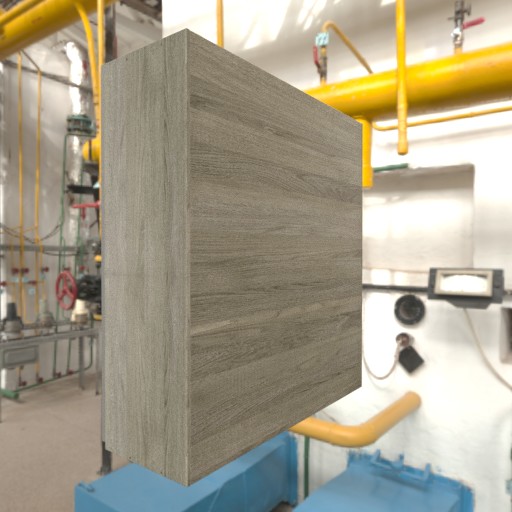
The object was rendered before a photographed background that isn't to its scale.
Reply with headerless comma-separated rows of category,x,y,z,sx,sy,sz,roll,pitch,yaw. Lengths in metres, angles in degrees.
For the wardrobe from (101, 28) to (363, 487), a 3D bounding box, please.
wardrobe,0.000,0.000,2.780,0.629,1.960,1.780,0,1,38
